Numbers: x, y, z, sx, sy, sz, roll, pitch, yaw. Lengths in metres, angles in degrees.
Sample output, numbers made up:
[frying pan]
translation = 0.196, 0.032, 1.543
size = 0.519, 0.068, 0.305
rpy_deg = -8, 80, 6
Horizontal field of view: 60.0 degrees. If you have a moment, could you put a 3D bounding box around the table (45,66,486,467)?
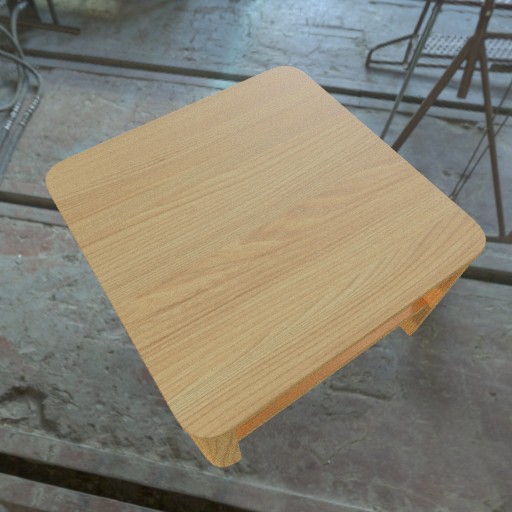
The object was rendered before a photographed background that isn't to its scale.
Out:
[table]
translation = 0.000, 0.000, 1.195
size = 0.750, 0.450, 0.750
rpy_deg = -30, 63, -17
